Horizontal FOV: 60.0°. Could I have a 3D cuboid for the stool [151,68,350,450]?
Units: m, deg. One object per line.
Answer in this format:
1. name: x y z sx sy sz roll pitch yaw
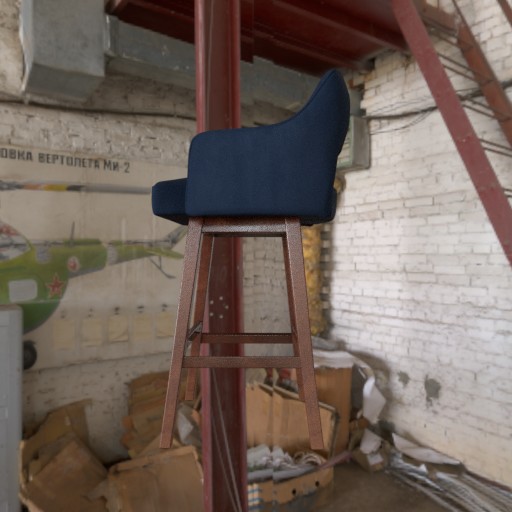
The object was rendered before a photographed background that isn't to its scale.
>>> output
1. stool: 0.000 0.000 1.396 0.560 1.041 0.550 0 0 1
